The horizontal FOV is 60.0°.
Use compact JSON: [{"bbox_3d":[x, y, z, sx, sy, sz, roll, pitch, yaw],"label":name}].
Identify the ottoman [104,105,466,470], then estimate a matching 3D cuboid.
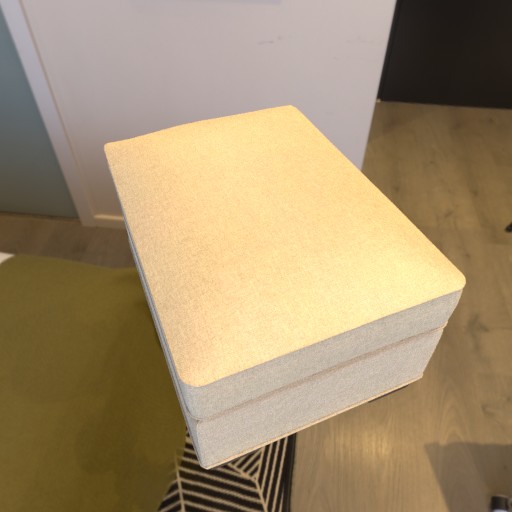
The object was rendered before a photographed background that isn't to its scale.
[{"bbox_3d":[0.000,0.000,1.226,0.619,0.504,0.843,-17,48,-16],"label":"ottoman"}]
